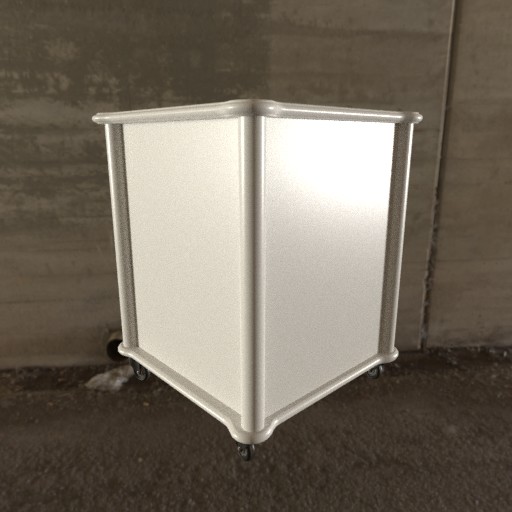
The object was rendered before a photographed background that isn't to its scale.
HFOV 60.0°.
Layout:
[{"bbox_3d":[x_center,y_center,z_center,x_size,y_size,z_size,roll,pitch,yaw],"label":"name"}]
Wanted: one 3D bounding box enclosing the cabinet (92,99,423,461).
[{"bbox_3d":[0.000,0.000,1.236,0.628,0.761,0.627,-13,20,-41],"label":"cabinet"}]
